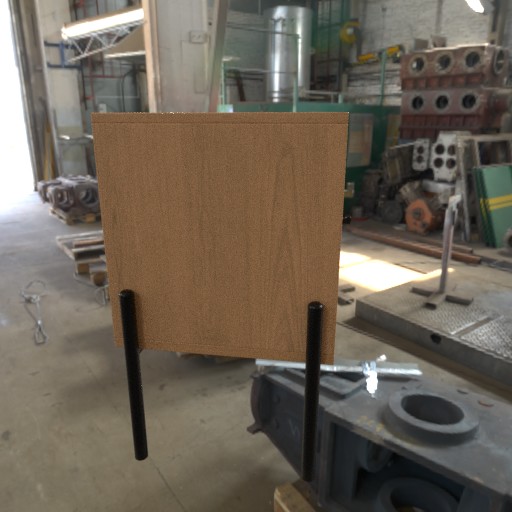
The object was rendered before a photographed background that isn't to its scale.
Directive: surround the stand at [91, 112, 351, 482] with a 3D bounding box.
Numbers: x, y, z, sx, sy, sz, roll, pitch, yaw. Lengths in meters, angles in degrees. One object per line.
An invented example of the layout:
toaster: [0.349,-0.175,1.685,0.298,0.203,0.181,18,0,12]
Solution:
stand: [0.000,0.000,0.985,0.400,0.600,0.630,3,17,9]
